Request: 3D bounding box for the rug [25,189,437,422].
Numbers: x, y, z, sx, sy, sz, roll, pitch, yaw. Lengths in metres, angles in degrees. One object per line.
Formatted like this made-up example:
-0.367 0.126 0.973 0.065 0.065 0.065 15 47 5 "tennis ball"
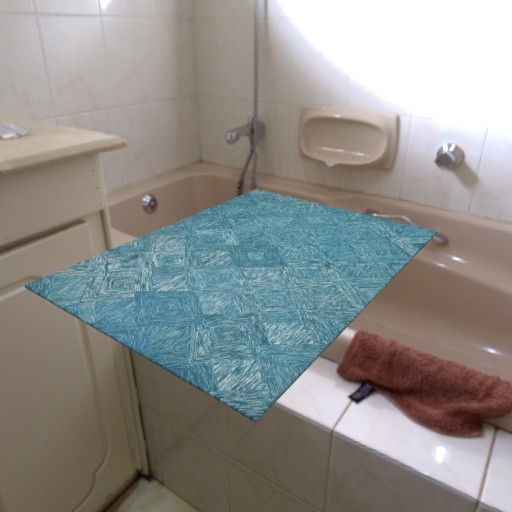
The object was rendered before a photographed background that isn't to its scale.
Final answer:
0.000 0.000 4.191 2.405 0.027 3.217 18 32 32 "rug"
